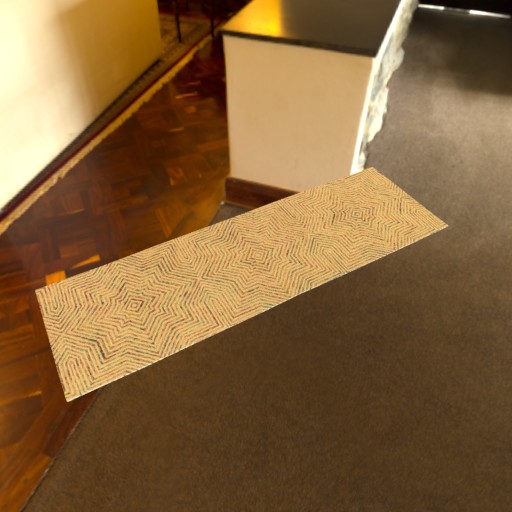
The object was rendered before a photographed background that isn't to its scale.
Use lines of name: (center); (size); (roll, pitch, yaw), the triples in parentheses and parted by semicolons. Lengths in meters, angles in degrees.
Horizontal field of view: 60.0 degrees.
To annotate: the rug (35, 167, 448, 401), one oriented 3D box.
rug: (0.000, 0.000, 2.693); (2.443, 0.009, 0.771); (-22, 50, -20)
